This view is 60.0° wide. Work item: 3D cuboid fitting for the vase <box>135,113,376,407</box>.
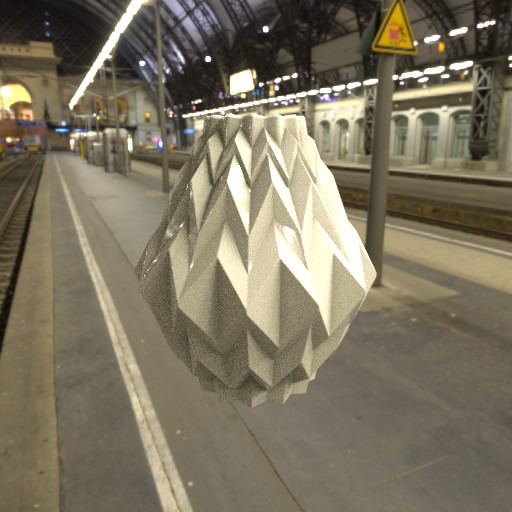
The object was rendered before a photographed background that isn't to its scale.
[{"bbox_3d":[0.000,0.000,0.308,0.164,0.185,0.164,0,14,0],"label":"vase"}]
